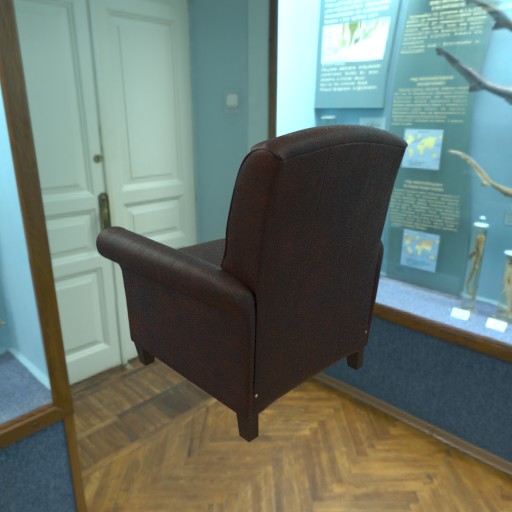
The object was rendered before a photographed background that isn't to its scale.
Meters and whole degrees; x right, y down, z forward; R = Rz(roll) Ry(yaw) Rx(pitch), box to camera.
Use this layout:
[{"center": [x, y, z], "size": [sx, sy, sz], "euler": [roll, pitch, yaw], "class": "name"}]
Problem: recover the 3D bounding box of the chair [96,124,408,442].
[{"center": [0.000, 0.000, 1.849], "size": [0.978, 1.061, 0.902], "euler": [-16, 24, -42], "class": "chair"}]
